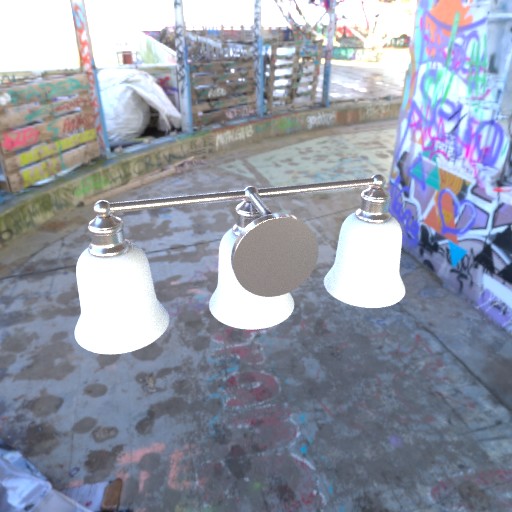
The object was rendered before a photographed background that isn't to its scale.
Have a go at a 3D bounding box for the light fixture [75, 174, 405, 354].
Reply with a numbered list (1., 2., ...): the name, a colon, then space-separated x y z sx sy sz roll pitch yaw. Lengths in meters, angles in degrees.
1. light fixture: 0.000 0.000 0.685 0.570 0.211 0.198 -8 29 -14
